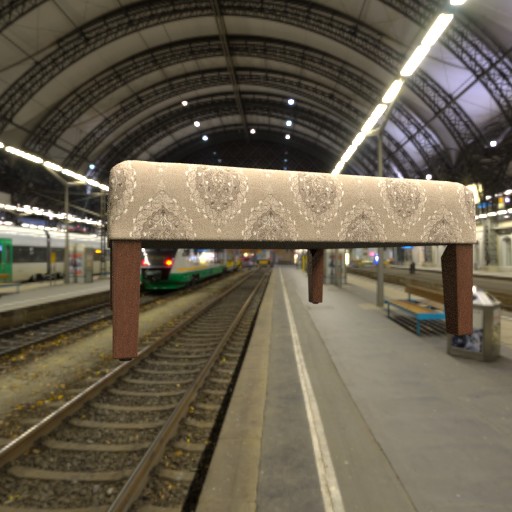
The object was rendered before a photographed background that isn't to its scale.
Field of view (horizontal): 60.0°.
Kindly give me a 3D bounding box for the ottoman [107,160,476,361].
[{"bbox_3d":[0.000,0.000,1.395,0.889,0.411,0.890,0,0,-19],"label":"ottoman"}]
